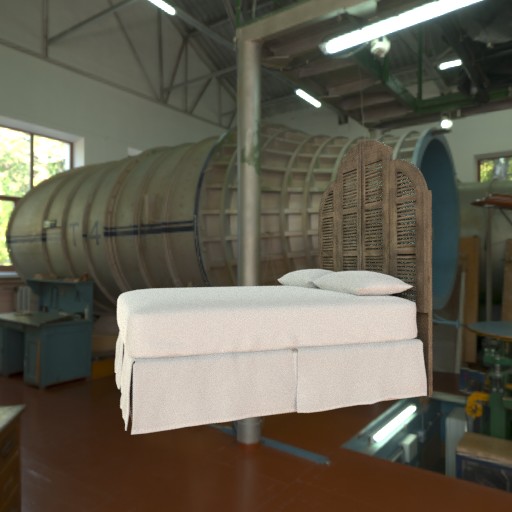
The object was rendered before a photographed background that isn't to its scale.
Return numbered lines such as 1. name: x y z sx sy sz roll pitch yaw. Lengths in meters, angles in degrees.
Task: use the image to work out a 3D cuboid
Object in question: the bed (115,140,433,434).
1. bed: 0.000 0.000 3.578 2.138 2.019 1.713 0 -1 -19
